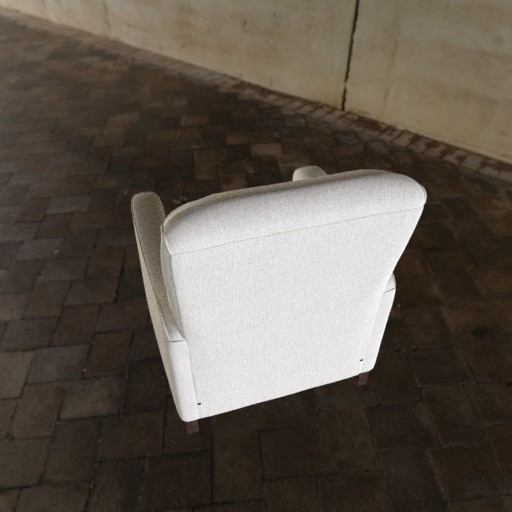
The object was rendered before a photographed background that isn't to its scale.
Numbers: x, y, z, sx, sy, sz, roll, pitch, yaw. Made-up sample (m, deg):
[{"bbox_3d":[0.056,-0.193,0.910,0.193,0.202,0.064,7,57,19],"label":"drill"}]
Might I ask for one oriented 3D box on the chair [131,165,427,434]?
[{"bbox_3d":[0.000,0.000,1.662,0.841,1.028,0.858,-12,42,-13],"label":"chair"}]
